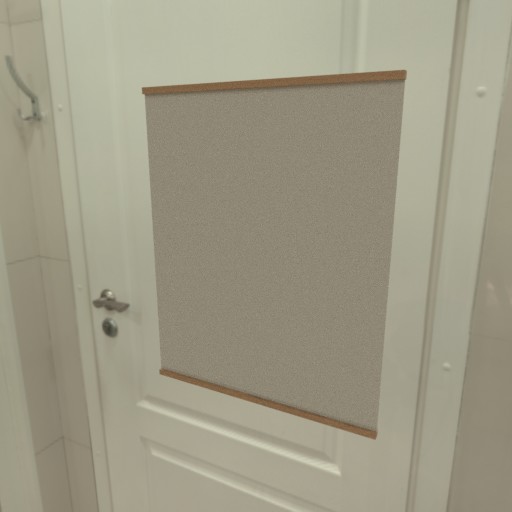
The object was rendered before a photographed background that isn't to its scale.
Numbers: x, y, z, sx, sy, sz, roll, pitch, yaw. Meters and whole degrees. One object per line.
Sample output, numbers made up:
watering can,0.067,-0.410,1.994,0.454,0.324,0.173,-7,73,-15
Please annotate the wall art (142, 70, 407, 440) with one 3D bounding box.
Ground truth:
wall art,0.000,0.000,0.685,0.405,0.508,0.012,8,17,27
